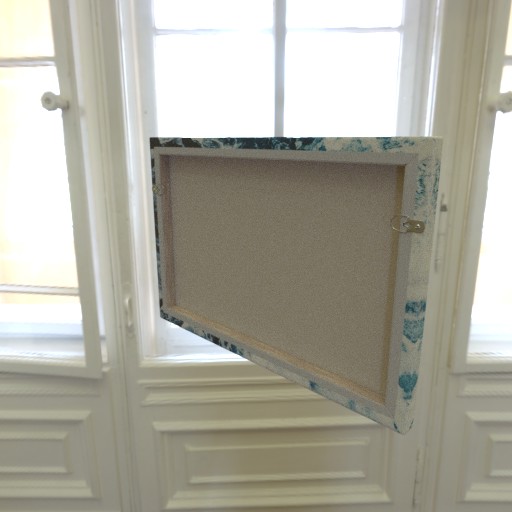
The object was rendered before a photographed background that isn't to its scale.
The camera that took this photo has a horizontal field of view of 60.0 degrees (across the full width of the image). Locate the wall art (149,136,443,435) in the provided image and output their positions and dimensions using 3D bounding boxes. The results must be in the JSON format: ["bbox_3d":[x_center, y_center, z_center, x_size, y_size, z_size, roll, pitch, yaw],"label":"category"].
[{"bbox_3d":[0.000,0.000,1.176,0.915,0.610,0.042,14,20,43],"label":"wall art"}]
